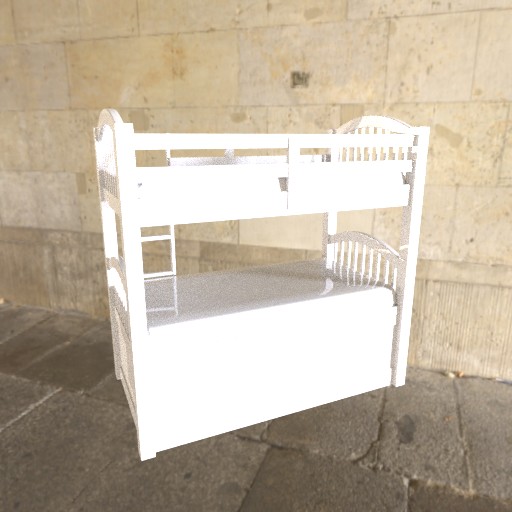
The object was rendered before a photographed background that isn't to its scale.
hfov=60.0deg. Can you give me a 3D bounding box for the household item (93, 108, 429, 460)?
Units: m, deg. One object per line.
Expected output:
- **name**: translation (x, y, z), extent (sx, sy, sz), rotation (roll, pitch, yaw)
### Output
- **household item**: translation (0.000, 0.000, 3.296), extent (2.032, 2.032, 1.143), rotation (-7, 17, -24)
